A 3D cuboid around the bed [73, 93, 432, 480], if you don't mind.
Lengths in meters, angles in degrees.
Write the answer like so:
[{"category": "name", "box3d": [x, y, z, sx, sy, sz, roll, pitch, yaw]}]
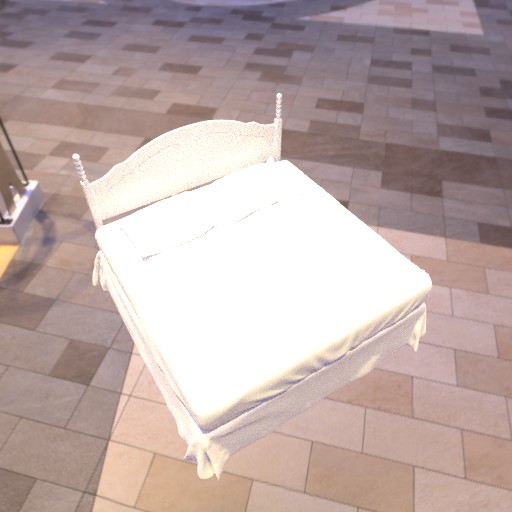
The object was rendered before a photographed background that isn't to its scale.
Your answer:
[{"category": "bed", "box3d": [0.000, 0.000, 3.534, 2.322, 1.355, 2.219, -24, 50, -22]}]
